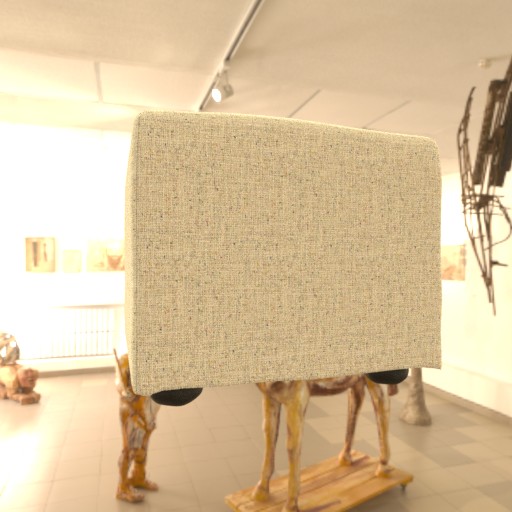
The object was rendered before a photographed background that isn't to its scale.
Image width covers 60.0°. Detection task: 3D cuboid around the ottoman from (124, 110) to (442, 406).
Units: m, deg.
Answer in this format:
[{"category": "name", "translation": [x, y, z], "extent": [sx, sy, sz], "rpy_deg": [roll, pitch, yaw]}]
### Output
[{"category": "ottoman", "translation": [0.000, 0.000, 0.910], "extent": [0.512, 0.453, 0.521], "rpy_deg": [0, 0, -18]}]
